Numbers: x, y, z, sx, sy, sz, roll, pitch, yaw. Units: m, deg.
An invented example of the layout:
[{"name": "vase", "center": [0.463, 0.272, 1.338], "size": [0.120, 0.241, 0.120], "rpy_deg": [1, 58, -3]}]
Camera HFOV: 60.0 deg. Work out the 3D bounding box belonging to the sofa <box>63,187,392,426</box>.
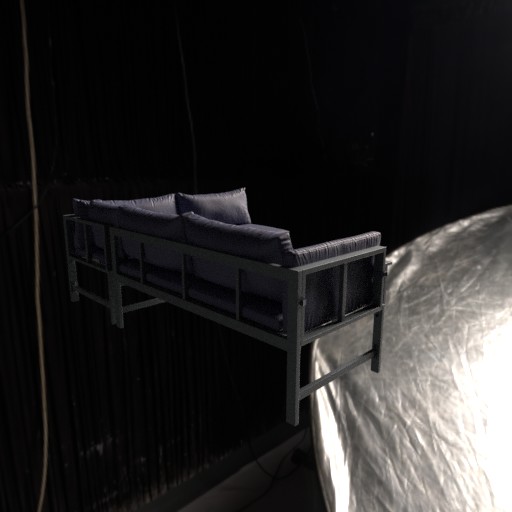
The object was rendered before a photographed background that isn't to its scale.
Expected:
[{"name": "sofa", "center": [0.000, 0.000, 2.953], "size": [1.658, 0.762, 2.149], "rpy_deg": [-12, 18, -43]}]
